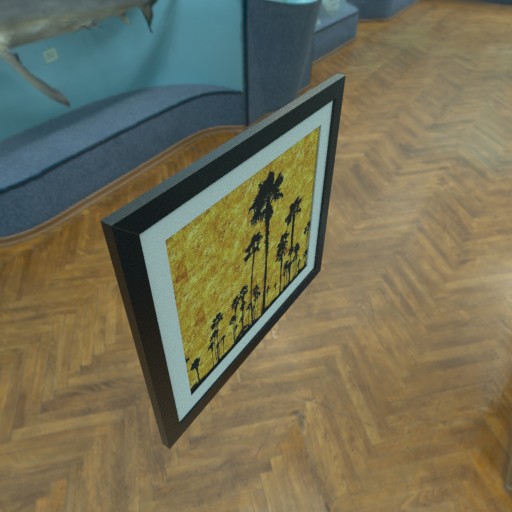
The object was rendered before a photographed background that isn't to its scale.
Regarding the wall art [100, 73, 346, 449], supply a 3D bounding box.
[{"bbox_3d":[0.000,0.000,0.544,0.012,0.332,0.383,24,46,25],"label":"wall art"}]
